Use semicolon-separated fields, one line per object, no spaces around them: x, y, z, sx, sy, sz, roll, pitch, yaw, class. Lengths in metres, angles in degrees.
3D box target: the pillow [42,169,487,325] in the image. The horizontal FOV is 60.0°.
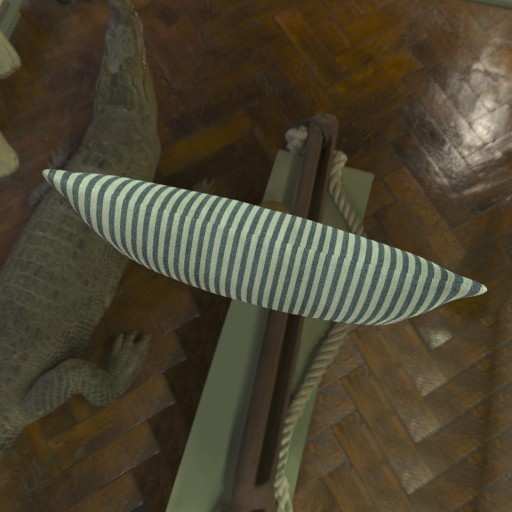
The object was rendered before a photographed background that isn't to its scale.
0.000;0.000;0.730;0.617;0.295;0.151;15;76;4;pillow
